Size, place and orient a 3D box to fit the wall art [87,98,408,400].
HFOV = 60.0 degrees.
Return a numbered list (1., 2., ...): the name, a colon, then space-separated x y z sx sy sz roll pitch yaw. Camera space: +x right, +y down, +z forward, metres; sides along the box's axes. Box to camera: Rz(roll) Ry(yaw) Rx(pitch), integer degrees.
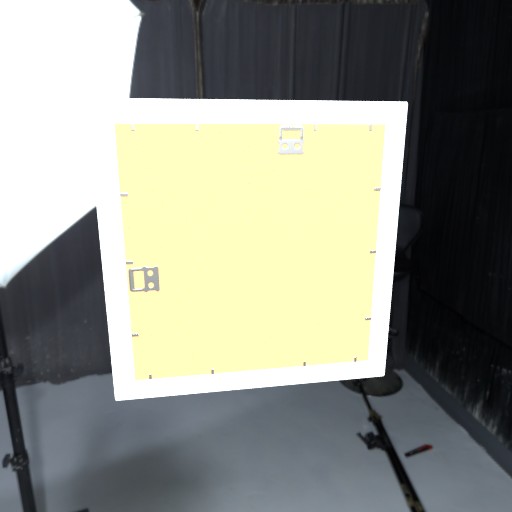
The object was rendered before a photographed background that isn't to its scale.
1. wall art: 0.000 0.000 0.880 0.584 0.584 0.013 -3 16 -9
